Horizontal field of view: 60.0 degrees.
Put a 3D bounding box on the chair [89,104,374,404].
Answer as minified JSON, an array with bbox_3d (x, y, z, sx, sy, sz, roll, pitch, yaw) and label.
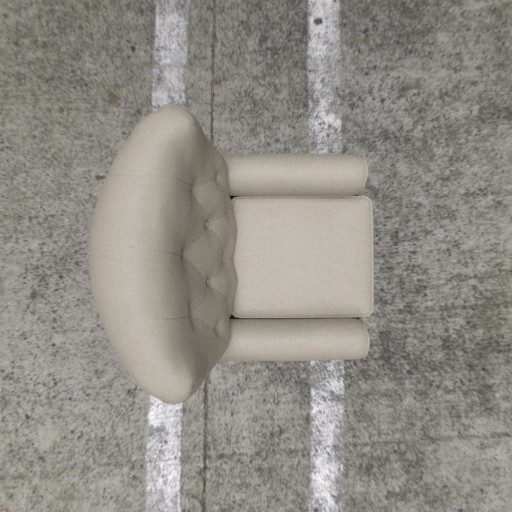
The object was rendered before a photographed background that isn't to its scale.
[{"bbox_3d":[0.000,0.000,1.890,1.059,1.158,0.943,0,89,-1],"label":"chair"}]
